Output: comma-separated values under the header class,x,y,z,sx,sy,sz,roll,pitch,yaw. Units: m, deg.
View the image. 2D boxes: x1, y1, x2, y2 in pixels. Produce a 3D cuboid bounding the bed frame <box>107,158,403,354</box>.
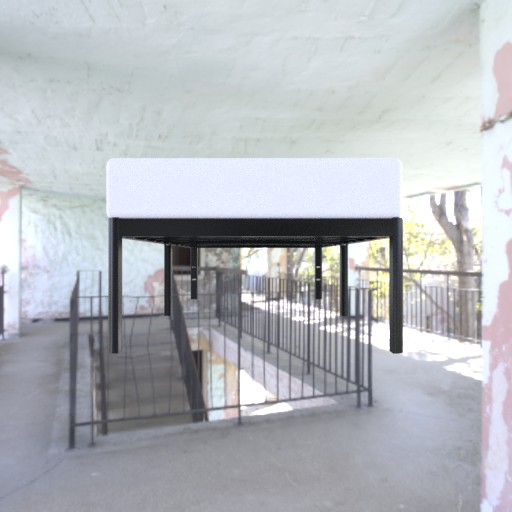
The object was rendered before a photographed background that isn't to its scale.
class,x,y,z,sx,sy,sz,roll,pitch,yaw
bed frame,0.000,0.000,2.456,1.023,0.659,1.950,0,0,0
